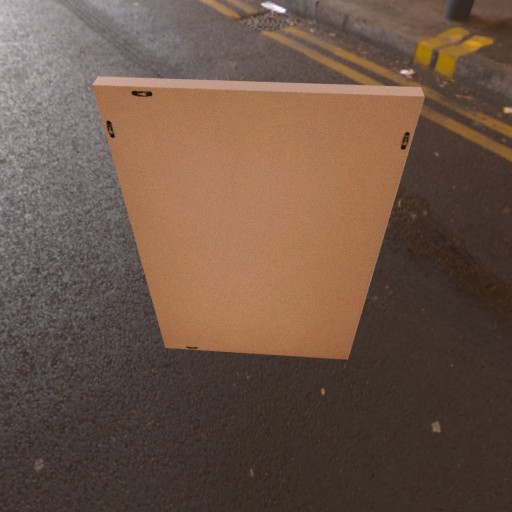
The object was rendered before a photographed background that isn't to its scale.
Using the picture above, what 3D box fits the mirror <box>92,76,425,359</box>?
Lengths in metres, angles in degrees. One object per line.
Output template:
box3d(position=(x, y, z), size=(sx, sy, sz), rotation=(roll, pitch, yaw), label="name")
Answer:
box3d(position=(0.000, 0.000, 1.153), size=(0.609, 0.915, 0.041), rotation=(3, 47, 3), label="mirror")
